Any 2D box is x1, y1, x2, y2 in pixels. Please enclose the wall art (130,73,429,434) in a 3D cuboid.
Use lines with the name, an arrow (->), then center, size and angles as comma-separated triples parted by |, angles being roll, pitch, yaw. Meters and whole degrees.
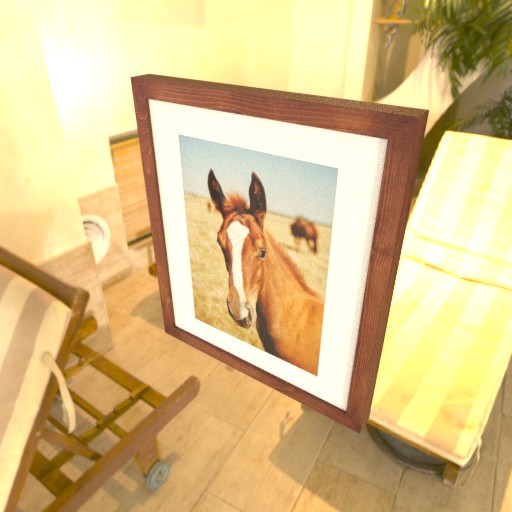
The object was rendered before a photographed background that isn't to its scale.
wall art -> 0.000, 0.000, 0.536 | 0.330, 0.381, 0.030 | 20, 36, 29
